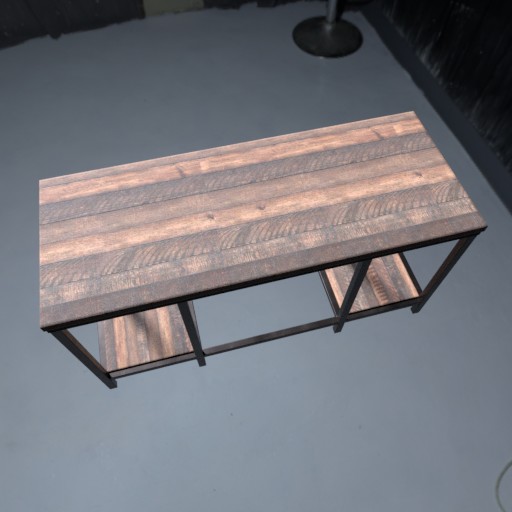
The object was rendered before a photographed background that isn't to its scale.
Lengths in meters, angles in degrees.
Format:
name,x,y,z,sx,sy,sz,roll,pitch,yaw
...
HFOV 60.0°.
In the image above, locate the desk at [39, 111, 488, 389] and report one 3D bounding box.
name,x,y,z,sx,sy,sz,roll,pitch,yaw
desk,0.000,0.000,1.947,1.538,0.753,0.617,-12,59,-7
